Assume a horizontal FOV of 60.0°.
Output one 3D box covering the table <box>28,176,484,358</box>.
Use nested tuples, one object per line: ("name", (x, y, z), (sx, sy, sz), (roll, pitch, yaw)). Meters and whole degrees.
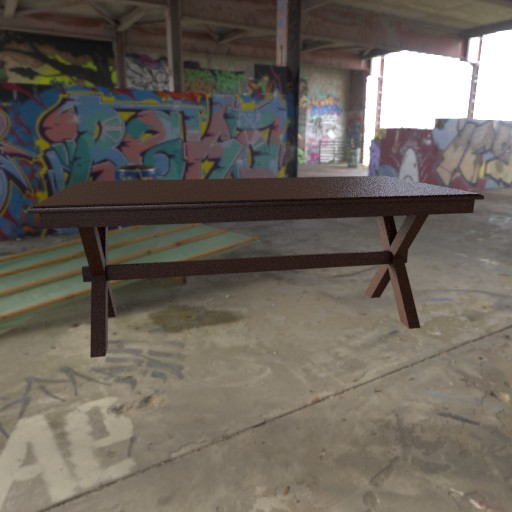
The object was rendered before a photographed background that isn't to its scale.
("table", (0.000, 0.000, 1.479), (1.197, 0.459, 0.594), (-3, 16, -11))
